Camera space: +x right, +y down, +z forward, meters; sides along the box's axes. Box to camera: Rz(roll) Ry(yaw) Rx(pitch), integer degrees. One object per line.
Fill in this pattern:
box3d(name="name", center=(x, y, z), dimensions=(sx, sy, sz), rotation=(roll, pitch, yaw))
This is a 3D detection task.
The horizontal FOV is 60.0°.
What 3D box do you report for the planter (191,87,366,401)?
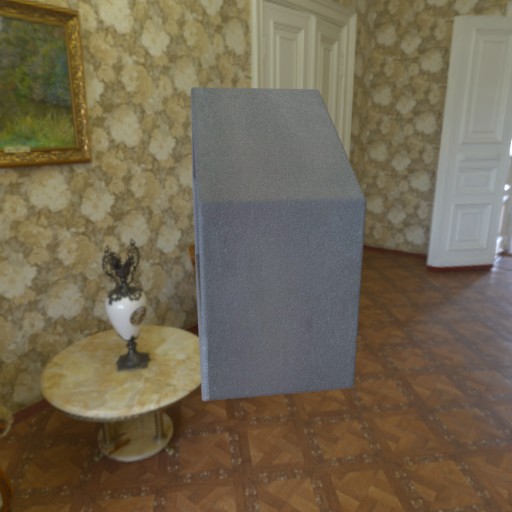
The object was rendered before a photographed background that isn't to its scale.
box3d(name="planter", center=(0.000, 0.000, 0.290), dimensions=(0.077, 0.206, 0.169), rotation=(-2, 16, -8))
